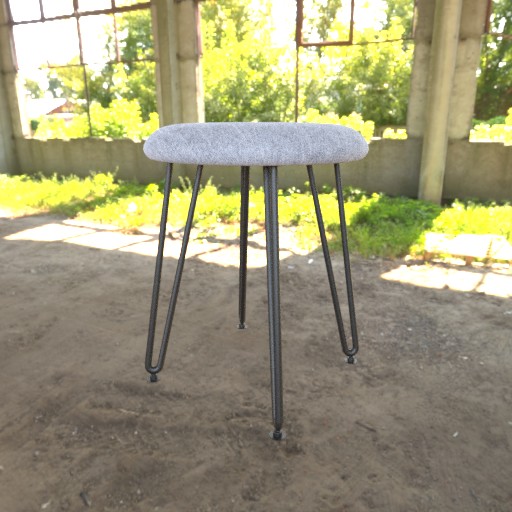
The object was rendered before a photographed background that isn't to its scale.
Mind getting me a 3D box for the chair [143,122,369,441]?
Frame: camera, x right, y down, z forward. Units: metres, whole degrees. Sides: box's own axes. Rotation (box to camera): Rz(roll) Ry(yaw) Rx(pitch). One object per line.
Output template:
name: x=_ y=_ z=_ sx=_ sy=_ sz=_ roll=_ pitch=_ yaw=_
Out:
chair: x=0.000 y=0.000 z=0.669 sx=0.350 sy=0.386 sz=0.350 roll=-3 pitch=16 yaw=-9
